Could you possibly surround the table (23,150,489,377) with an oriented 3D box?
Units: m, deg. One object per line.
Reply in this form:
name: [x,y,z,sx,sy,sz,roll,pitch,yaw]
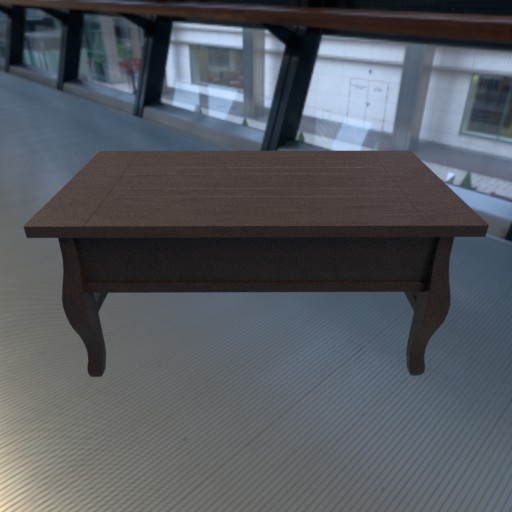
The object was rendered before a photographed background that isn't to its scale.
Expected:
table: [0.000,0.000,1.385,1.062,0.494,0.600,0,30,0]
